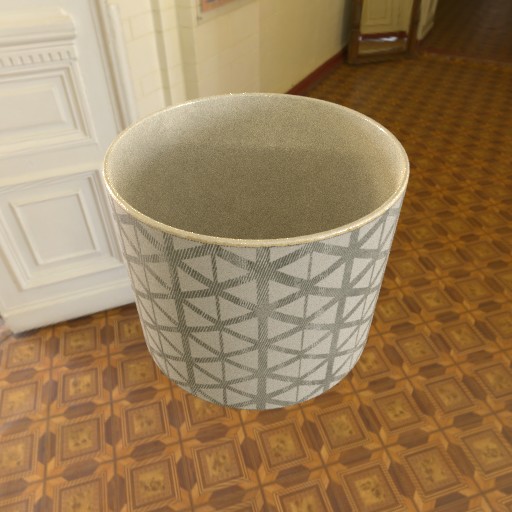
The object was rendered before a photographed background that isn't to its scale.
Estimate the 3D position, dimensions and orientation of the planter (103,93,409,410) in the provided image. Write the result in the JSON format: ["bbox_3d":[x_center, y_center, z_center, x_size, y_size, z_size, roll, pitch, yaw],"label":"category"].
[{"bbox_3d":[0.000,0.000,0.450,0.250,0.239,0.250,0,41,0],"label":"planter"}]
